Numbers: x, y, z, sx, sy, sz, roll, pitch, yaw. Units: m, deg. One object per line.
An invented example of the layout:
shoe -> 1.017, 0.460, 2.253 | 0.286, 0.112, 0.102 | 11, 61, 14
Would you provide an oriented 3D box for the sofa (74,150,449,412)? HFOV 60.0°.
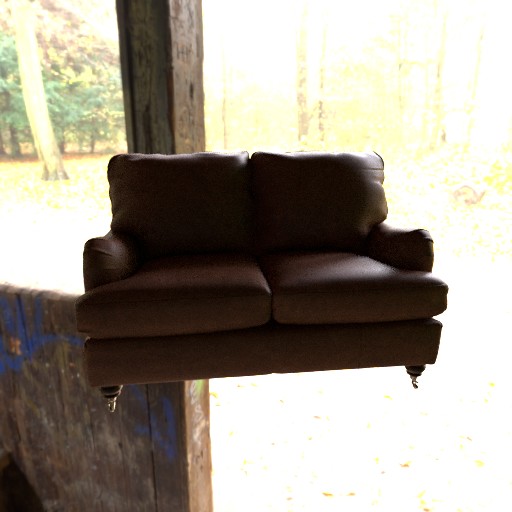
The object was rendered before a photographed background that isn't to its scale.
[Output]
sofa -> 0.000, 0.000, 2.213 | 1.527, 1.004, 1.077 | -2, 17, -7
